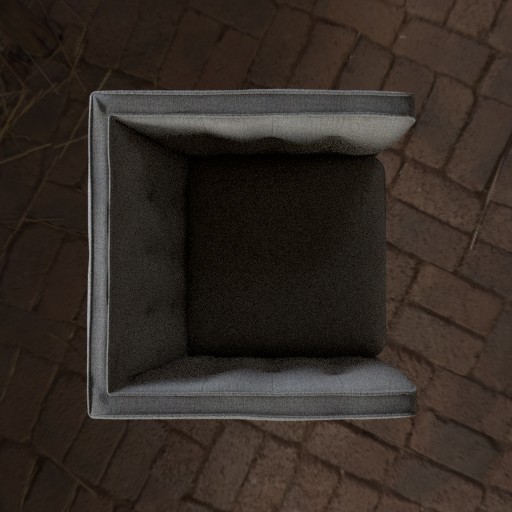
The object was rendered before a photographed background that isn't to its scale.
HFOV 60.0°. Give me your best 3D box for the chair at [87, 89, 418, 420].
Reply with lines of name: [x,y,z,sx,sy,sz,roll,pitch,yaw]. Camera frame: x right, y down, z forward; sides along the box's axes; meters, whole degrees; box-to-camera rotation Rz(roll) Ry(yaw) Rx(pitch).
chair: [0.000,0.000,1.581,0.912,0.799,0.920,0,89,1]
